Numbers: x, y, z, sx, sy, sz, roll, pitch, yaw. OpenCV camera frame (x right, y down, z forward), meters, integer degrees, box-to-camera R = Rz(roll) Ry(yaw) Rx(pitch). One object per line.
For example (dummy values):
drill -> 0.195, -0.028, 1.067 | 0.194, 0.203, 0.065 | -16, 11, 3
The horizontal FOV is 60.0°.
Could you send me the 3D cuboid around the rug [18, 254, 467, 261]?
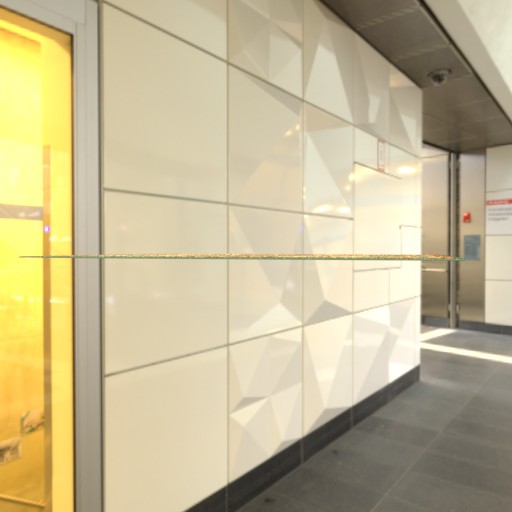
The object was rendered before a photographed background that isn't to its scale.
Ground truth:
rug -> 0.000, 0.000, 2.932 | 2.373, 0.009, 1.622 | 0, 1, 18
